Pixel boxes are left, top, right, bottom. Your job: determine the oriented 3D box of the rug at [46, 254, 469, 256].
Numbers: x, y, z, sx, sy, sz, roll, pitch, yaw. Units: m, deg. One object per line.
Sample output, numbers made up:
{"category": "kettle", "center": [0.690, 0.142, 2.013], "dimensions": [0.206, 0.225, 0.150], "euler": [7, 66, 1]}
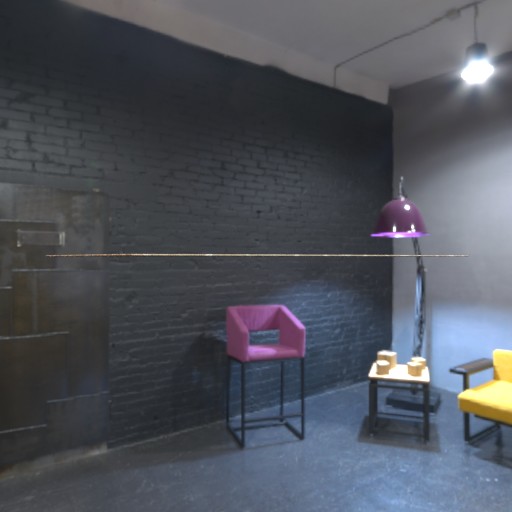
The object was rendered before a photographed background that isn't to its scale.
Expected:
{"category": "rug", "center": [0.000, 0.000, 4.326], "dimensions": [3.353, 0.010, 2.438], "euler": [0, 0, -35]}
